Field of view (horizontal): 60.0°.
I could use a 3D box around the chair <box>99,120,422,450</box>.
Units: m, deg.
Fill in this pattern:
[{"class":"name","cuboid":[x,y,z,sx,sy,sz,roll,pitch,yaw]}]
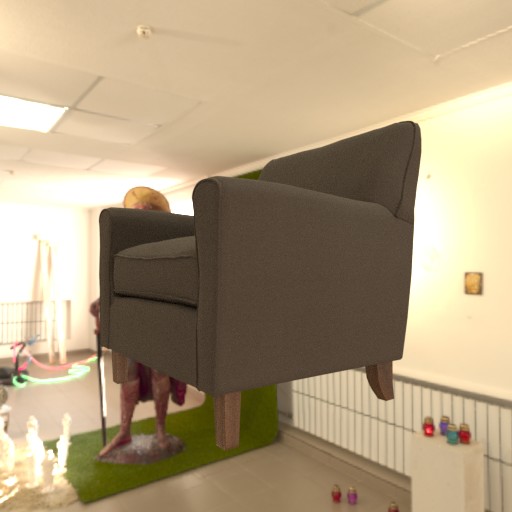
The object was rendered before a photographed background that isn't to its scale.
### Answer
[{"class":"chair","cuboid":[0.000,0.000,1.549,0.831,0.911,0.836,1,-1,-37]}]
